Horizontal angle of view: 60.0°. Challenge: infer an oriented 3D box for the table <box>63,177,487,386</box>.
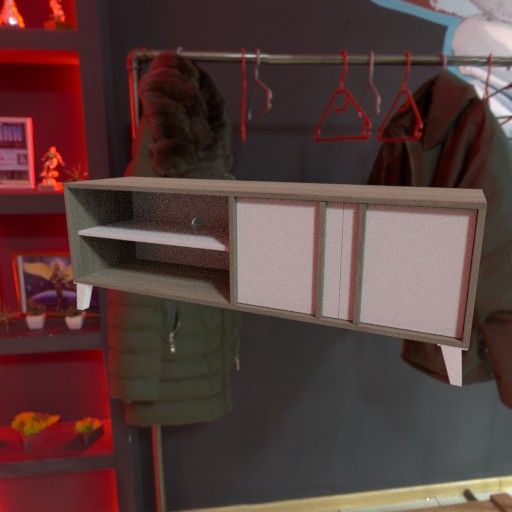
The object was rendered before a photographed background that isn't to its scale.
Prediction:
[{"bbox_3d":[0.000,0.000,1.691,1.500,0.530,0.400,6,15,24],"label":"table"}]
